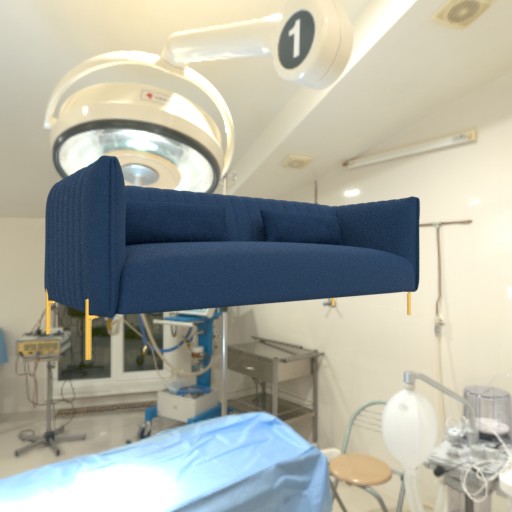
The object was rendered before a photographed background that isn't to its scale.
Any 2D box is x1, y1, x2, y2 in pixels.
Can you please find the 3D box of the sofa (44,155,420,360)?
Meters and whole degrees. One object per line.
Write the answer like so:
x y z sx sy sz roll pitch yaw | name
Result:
0.000 0.000 2.589 2.136 0.793 0.896 0 0 -37 | sofa
